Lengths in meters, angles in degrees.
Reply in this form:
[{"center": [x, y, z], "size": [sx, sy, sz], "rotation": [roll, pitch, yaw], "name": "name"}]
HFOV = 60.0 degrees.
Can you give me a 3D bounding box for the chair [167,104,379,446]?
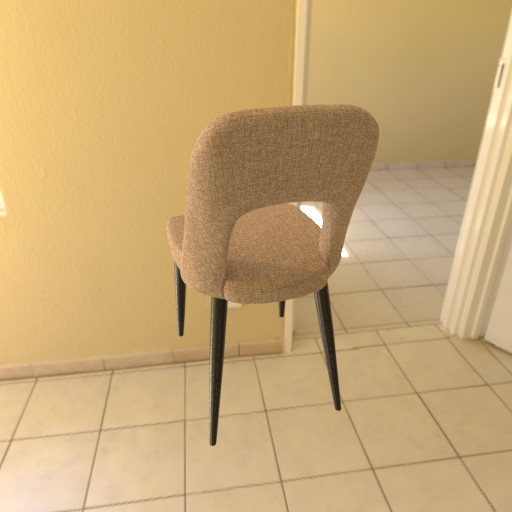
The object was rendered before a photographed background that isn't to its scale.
[{"center": [0.000, 0.000, 1.308], "size": [0.470, 0.931, 0.612], "rotation": [-8, 29, -16], "name": "chair"}]
